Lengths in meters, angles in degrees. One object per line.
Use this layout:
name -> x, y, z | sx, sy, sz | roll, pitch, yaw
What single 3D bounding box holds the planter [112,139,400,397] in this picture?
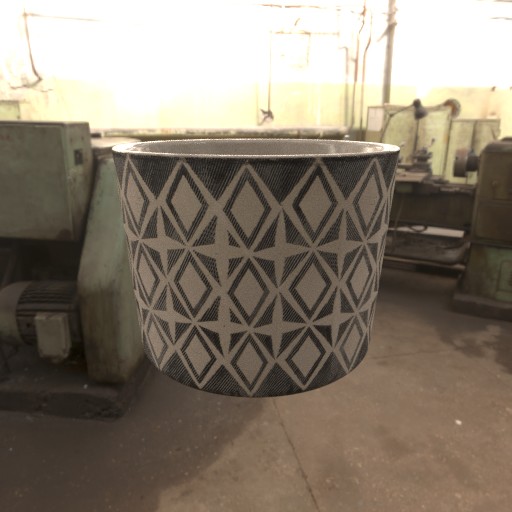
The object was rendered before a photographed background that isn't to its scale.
planter -> 0.000, 0.000, 0.451 | 0.260, 0.220, 0.260 | 0, 17, 0
